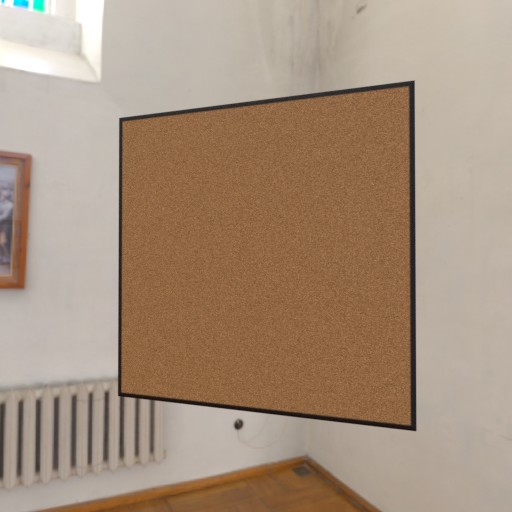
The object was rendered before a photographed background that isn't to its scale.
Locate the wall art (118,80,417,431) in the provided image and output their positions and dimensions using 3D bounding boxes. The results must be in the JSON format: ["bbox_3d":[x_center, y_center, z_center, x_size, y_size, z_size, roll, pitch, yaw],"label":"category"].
[{"bbox_3d":[0.000,0.000,0.449,0.304,0.303,0.037,0,-1,19],"label":"wall art"}]
